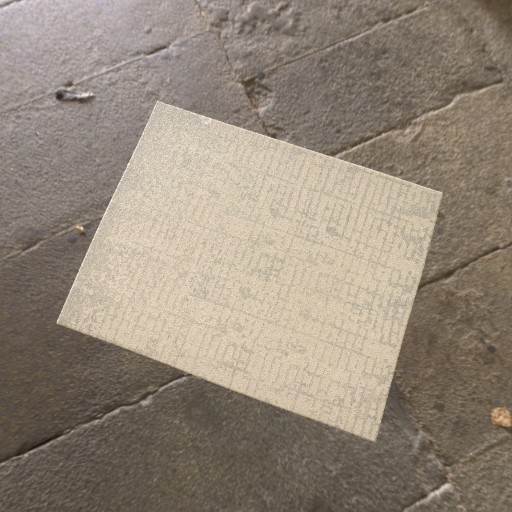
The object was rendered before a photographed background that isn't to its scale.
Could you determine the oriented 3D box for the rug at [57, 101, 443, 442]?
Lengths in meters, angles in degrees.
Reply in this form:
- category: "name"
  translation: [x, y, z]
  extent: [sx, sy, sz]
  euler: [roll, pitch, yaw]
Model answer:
- category: "rug"
  translation: [0.000, 0.000, 4.222]
  extent: [3.061, 0.014, 2.447]
  euler: [19, 77, 5]
